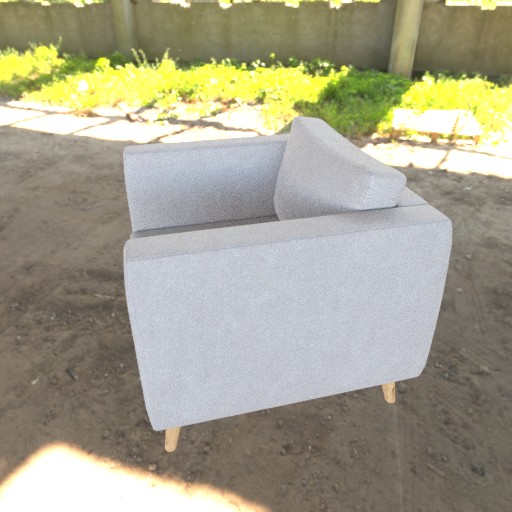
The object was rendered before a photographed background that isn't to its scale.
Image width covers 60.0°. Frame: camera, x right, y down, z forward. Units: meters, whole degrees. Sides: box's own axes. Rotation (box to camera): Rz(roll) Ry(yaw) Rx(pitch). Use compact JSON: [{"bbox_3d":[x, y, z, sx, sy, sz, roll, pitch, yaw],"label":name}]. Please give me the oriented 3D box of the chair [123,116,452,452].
[{"bbox_3d":[0.000,0.000,1.685,0.930,0.860,1.000,-8,32,-12],"label":"chair"}]
